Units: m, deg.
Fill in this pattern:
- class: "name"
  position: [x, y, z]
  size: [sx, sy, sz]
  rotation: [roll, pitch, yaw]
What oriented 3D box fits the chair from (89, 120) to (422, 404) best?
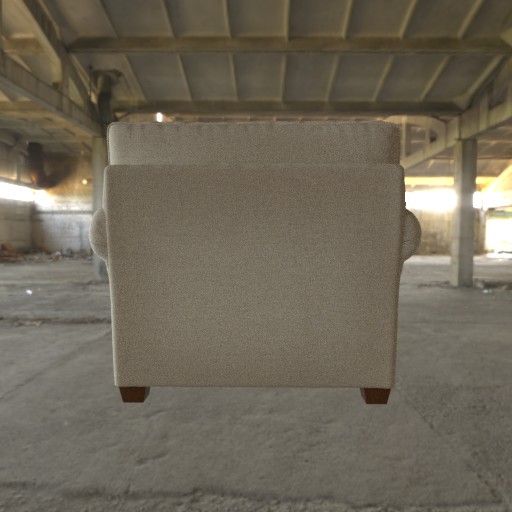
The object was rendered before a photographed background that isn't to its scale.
- class: "chair"
  position: [0.000, 0.000, 1.830]
  size: [1.092, 0.961, 0.965]
  rotation: [0, 2, 1]
